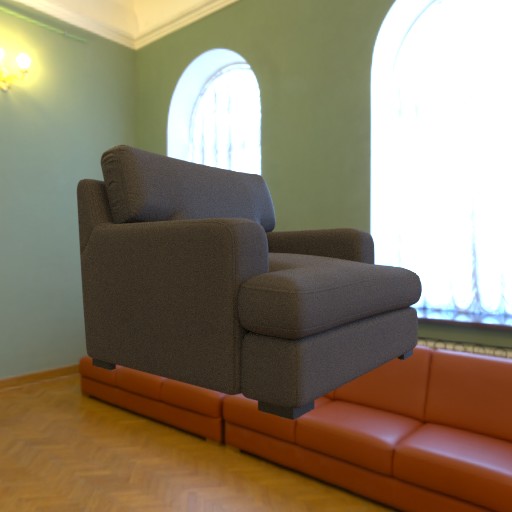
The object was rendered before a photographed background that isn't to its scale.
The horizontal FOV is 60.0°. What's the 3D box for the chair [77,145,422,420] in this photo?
[{"bbox_3d":[0.000,0.000,1.995,1.143,0.940,1.168,1,1,38],"label":"chair"}]
